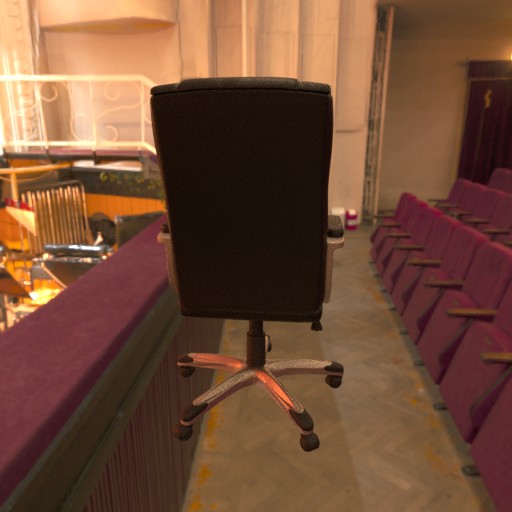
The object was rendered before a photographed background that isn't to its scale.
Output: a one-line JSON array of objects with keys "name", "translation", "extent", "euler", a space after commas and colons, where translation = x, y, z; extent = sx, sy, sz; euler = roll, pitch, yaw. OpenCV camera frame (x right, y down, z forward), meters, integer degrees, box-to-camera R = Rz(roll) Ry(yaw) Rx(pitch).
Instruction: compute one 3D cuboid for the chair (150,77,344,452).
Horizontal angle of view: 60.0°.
[{"name": "chair", "translation": [0.000, 0.000, 1.622], "extent": [0.700, 1.145, 0.780], "euler": [2, 16, 7]}]
